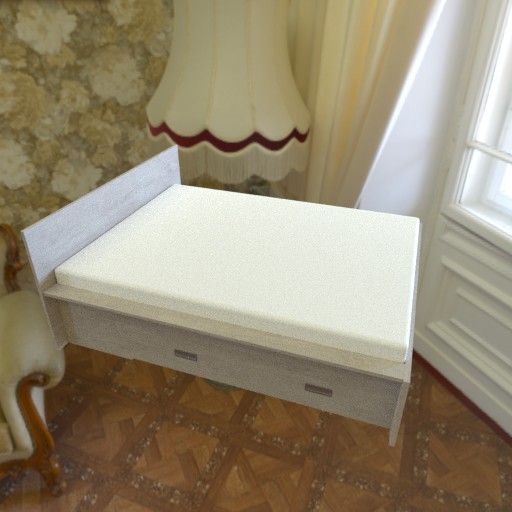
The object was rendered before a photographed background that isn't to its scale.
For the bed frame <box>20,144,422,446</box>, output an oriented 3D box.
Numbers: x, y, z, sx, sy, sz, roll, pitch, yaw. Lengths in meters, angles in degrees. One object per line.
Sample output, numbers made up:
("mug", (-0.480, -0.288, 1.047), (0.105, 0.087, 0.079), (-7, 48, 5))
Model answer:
("bed frame", (0.000, 0.000, 2.825), (1.960, 0.800, 1.622), (10, 32, 17))
